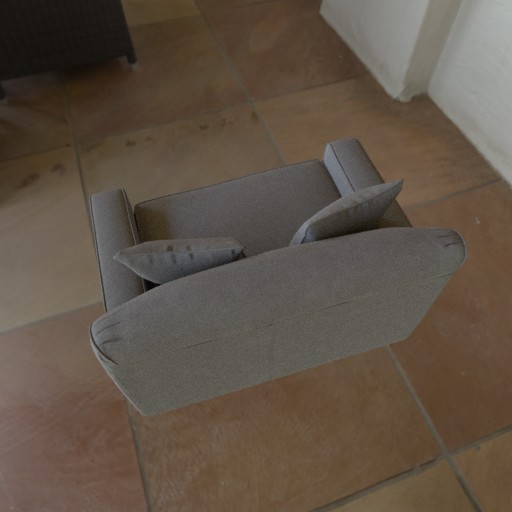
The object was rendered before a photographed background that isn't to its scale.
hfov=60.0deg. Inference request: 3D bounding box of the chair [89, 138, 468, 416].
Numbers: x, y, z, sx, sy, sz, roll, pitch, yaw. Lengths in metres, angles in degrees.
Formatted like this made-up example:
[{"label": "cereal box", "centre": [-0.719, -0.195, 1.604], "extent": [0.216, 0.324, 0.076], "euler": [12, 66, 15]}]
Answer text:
[{"label": "chair", "centre": [0.000, 0.000, 2.095], "extent": [1.395, 0.953, 0.992], "euler": [-14, 58, -9]}]
